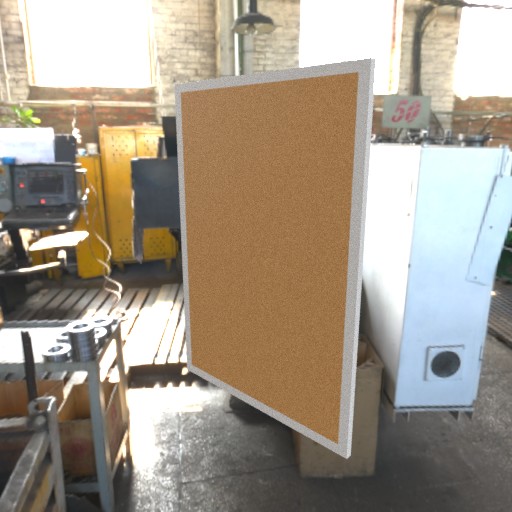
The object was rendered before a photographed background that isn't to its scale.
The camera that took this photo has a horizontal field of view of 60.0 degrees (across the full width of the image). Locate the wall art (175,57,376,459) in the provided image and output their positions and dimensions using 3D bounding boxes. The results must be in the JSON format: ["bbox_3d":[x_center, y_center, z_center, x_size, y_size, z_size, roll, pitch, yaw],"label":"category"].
[{"bbox_3d":[0.000,0.000,0.855,0.456,0.656,0.013,14,20,42],"label":"wall art"}]
